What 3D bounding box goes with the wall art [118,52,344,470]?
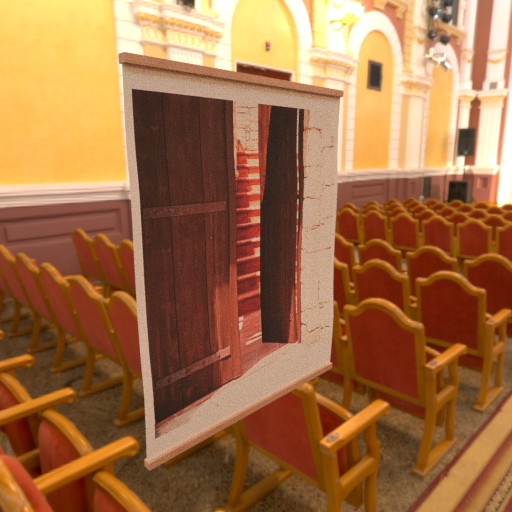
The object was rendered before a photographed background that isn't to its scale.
[{"bbox_3d":[0.000,0.000,0.667,0.013,0.508,0.406,12,18,44],"label":"wall art"}]
